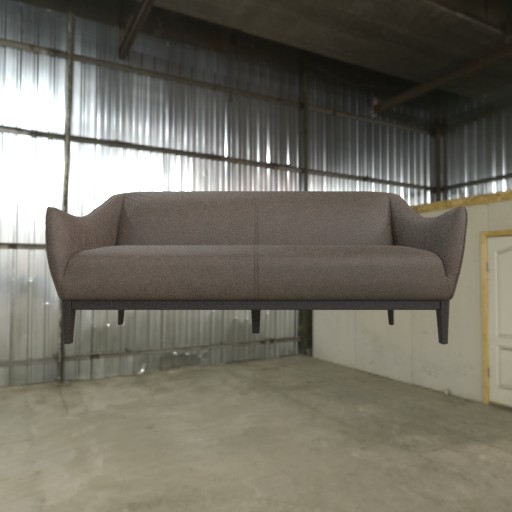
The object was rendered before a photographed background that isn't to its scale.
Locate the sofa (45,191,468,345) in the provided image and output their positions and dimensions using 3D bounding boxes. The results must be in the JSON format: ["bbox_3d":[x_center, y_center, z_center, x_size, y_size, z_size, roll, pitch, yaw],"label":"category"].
[{"bbox_3d":[0.000,0.000,2.396,1.928,0.831,0.869,0,-1,0],"label":"sofa"}]
